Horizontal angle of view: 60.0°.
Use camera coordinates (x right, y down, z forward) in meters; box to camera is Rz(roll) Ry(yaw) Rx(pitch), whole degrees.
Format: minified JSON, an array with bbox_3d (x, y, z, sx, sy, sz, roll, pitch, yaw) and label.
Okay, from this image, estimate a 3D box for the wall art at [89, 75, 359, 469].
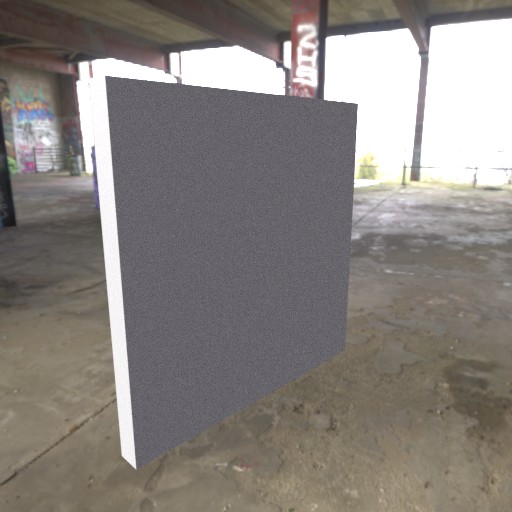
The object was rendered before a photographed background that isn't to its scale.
[{"bbox_3d":[0.000,0.000,0.513,0.027,0.355,0.355,14,20,43],"label":"wall art"}]
